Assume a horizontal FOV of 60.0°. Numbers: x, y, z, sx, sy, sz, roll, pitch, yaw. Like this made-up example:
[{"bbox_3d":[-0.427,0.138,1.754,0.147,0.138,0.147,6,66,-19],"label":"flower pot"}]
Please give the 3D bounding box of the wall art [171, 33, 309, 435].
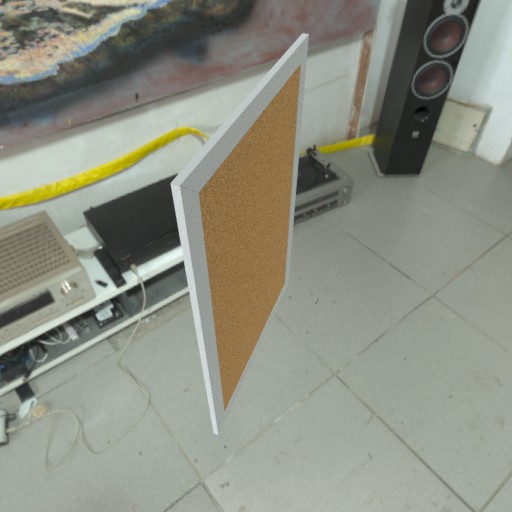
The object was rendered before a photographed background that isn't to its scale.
[{"bbox_3d":[0.000,0.000,0.849,0.011,0.659,0.454,16,49,15],"label":"wall art"}]
